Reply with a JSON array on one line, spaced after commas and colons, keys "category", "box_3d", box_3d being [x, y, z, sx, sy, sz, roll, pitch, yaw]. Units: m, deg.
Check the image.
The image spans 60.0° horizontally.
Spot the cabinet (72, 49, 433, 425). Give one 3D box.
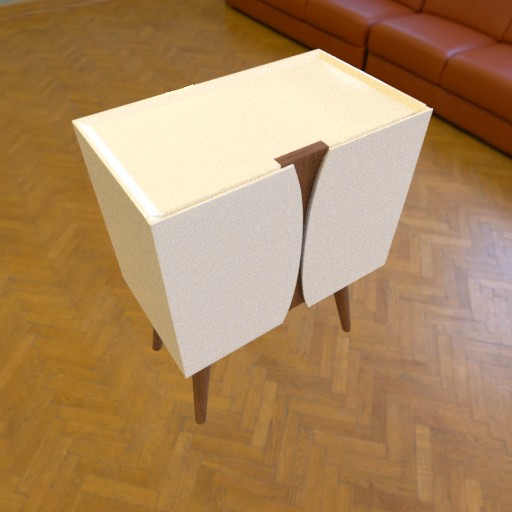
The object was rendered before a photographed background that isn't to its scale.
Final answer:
[{"category": "cabinet", "box_3d": [0.000, 0.000, 1.112, 0.591, 0.772, 0.344, -26, 52, -23]}]
